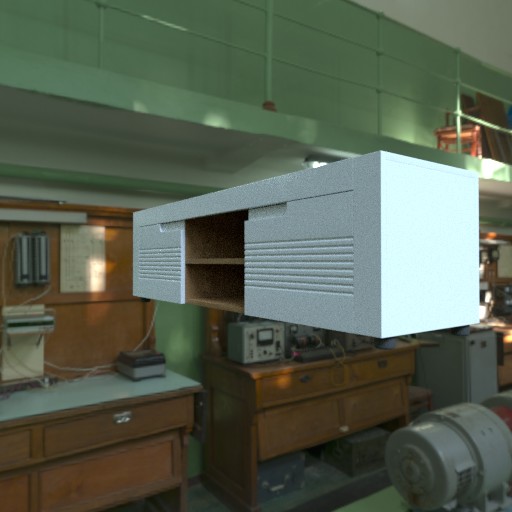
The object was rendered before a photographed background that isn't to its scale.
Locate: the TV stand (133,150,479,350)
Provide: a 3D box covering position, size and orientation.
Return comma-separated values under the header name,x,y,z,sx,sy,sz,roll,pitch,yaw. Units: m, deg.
name,x,y,z,sx,sy,sz,roll,pitch,yaw
TV stand,0.000,0.000,1.690,0.410,0.440,1.500,1,-1,-36
